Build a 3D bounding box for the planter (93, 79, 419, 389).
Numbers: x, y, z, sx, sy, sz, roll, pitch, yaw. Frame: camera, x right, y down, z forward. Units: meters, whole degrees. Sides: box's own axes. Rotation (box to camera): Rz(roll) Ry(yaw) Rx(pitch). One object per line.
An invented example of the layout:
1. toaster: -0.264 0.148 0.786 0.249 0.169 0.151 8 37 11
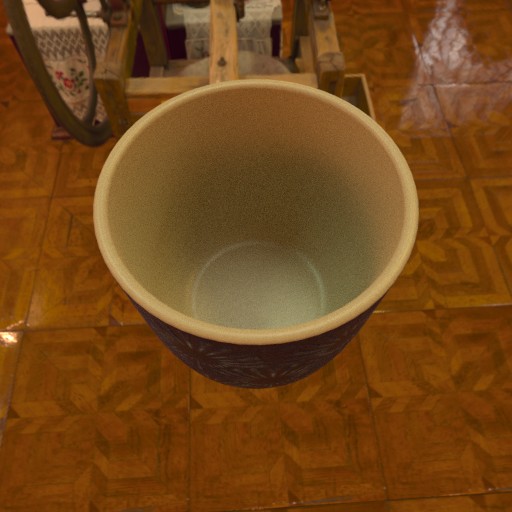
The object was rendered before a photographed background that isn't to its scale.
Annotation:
1. planter: 0.000 0.000 0.217 0.124 0.109 0.124 0 61 0
